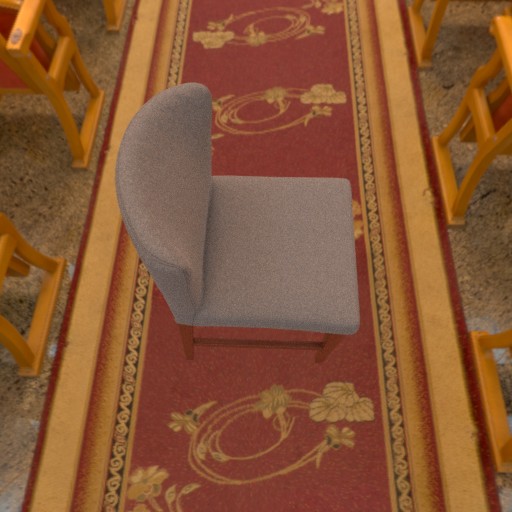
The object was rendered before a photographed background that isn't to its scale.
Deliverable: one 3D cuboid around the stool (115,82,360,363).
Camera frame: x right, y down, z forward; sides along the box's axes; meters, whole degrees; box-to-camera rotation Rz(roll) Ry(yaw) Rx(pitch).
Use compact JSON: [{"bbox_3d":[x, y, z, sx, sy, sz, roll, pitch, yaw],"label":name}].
[{"bbox_3d":[0.000,0.000,1.327,0.568,0.968,0.481,2,65,1],"label":"stool"}]
